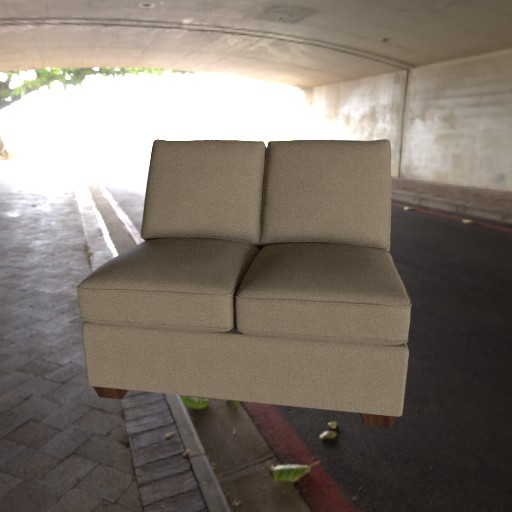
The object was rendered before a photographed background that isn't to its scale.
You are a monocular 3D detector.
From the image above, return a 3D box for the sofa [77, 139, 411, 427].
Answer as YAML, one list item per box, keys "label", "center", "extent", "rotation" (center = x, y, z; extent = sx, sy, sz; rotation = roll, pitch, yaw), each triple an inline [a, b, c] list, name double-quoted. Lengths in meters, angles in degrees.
- label: "sofa"
  center: [0.000, 0.000, 1.987]
  extent: [1.232, 1.006, 0.978]
  rotation: [3, 16, 9]
